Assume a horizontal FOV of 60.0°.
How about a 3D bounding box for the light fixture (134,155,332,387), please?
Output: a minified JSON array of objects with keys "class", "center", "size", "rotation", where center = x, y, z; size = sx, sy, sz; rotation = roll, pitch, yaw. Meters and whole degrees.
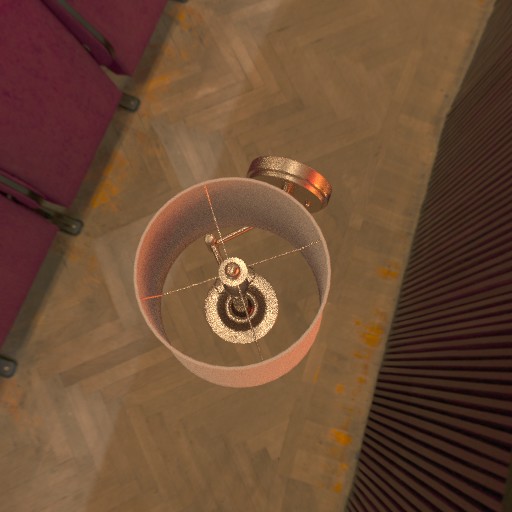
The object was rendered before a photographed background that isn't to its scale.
[{"class":"light fixture","center":[0.000,0.000,0.594],"size":[0.223,0.381,0.348],"rotation":[19,77,5]}]
